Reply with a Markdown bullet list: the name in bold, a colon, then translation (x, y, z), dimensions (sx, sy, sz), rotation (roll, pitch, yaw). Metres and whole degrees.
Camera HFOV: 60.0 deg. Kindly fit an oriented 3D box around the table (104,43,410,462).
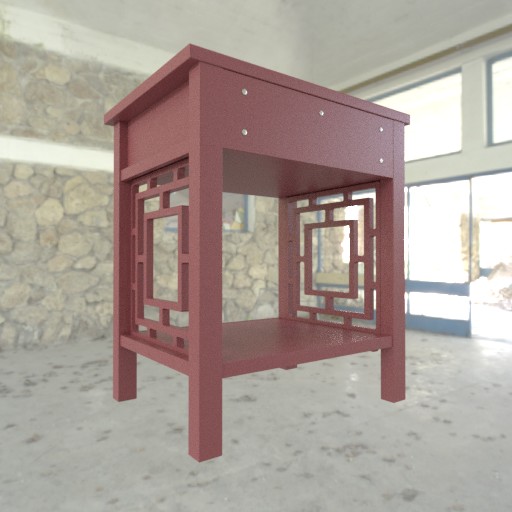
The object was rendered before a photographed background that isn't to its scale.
- **table**: translation (0.000, 0.000, 1.076), dimensions (0.599, 0.686, 0.451), rotation (0, -1, -36)
